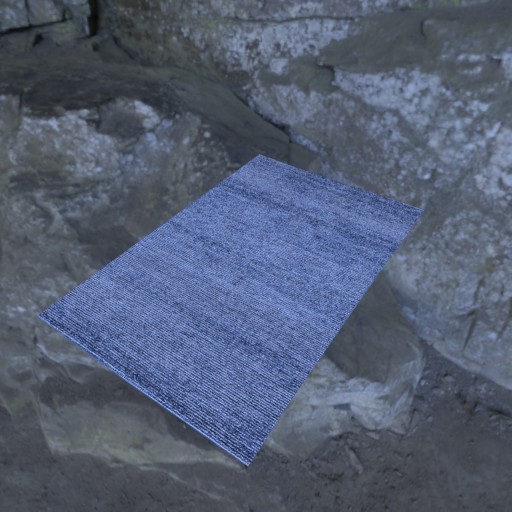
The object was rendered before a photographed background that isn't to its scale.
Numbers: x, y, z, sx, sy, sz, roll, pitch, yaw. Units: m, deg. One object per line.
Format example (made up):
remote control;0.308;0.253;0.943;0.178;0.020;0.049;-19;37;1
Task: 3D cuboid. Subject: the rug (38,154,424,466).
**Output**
rug;0.000;0.000;2.227;1.135;0.010;1.740;25;48;25
